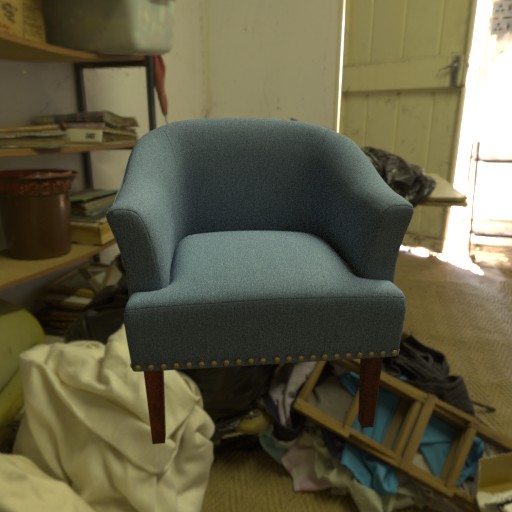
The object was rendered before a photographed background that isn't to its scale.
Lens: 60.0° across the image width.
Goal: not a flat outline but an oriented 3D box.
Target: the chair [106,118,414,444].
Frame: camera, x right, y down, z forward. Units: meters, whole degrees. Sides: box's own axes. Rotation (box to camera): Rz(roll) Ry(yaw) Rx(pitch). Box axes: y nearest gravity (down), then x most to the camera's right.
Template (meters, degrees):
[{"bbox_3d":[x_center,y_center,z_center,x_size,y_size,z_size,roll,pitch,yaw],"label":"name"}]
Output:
[{"bbox_3d":[0.000,0.000,1.361,0.772,0.815,0.704,-2,17,-6],"label":"chair"}]
